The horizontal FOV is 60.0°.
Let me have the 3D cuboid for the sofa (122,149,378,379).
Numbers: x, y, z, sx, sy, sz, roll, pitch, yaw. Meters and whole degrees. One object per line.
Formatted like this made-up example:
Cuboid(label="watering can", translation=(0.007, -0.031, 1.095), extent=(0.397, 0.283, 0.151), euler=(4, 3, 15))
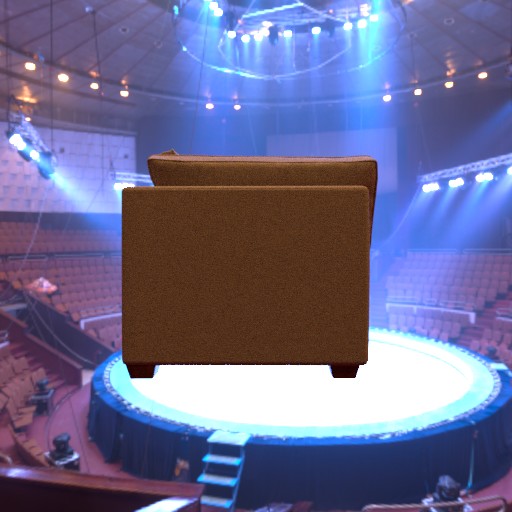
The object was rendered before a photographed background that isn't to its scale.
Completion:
Cuboid(label="sofa", translation=(0.000, 0.000, 2.888), extent=(1.061, 0.962, 2.317), euler=(0, 1, 1))
